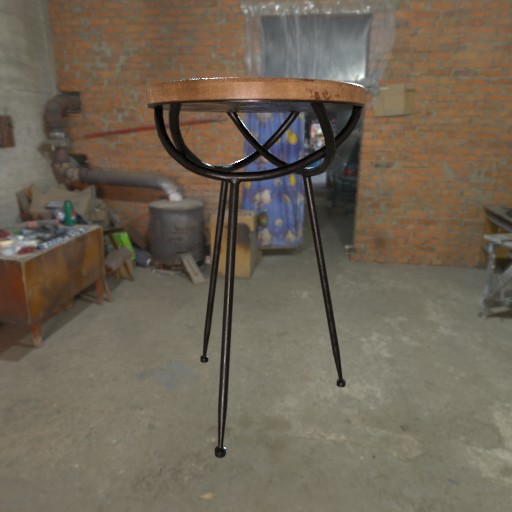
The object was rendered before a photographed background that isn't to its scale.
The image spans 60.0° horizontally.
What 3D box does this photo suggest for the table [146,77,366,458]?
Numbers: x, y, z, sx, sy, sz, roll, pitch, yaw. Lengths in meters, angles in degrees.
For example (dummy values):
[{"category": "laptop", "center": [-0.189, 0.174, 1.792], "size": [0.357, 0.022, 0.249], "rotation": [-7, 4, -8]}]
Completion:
[{"category": "table", "center": [0.000, 0.000, 0.942], "size": [0.414, 0.664, 0.418], "rotation": [-8, 18, -27]}]
